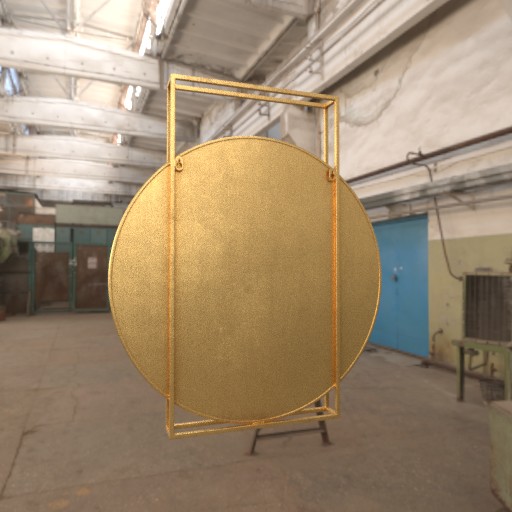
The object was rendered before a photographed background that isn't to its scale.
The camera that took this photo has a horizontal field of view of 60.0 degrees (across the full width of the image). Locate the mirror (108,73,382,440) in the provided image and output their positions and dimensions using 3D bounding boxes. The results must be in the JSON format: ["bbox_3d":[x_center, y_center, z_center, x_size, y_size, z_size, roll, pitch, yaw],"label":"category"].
[{"bbox_3d":[0.000,0.000,0.804,0.508,0.603,0.051,0,-1,-19],"label":"mirror"}]
